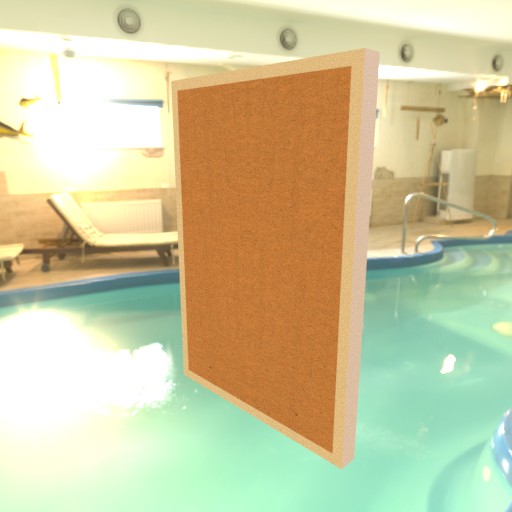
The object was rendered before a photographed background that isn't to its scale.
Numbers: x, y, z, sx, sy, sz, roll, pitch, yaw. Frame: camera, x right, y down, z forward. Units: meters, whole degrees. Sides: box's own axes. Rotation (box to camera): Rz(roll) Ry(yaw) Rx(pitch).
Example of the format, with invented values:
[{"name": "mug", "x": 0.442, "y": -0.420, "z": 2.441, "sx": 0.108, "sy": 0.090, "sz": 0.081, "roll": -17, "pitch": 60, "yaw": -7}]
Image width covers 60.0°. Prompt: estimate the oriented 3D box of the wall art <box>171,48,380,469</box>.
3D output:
[{"name": "wall art", "x": 0.000, "y": 0.000, "z": 0.545, "sx": 0.025, "sy": 0.428, "sz": 0.293, "roll": -14, "pitch": 20, "yaw": -43}]
